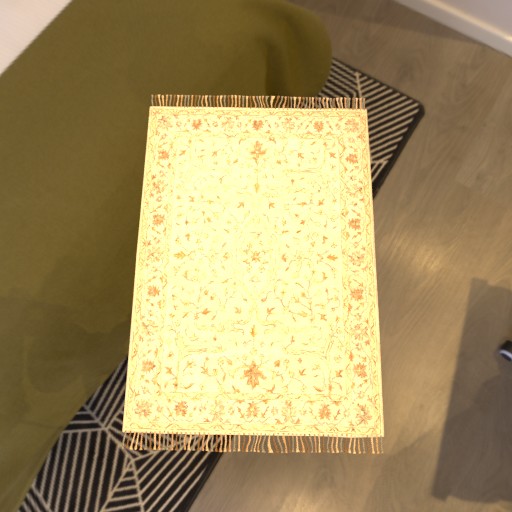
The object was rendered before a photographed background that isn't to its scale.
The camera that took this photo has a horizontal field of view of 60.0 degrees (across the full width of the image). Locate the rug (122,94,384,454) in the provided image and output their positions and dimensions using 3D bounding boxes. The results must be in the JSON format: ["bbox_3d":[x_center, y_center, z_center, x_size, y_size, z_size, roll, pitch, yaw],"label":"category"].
[{"bbox_3d":[0.000,0.000,2.263,1.218,0.017,1.861,1,76,0],"label":"rug"}]
